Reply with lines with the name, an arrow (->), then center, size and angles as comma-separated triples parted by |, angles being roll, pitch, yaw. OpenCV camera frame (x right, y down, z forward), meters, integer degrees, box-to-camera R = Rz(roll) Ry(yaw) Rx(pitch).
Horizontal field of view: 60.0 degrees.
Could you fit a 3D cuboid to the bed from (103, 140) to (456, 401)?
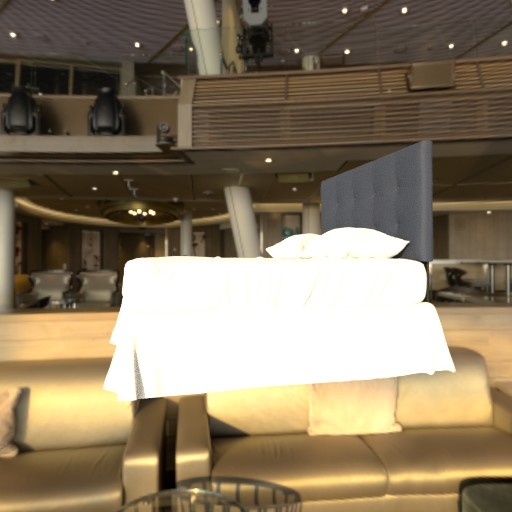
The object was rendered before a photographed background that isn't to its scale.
bed -> 0.000, 0.000, 3.493 | 2.222, 1.577, 1.936 | 0, -1, -17
